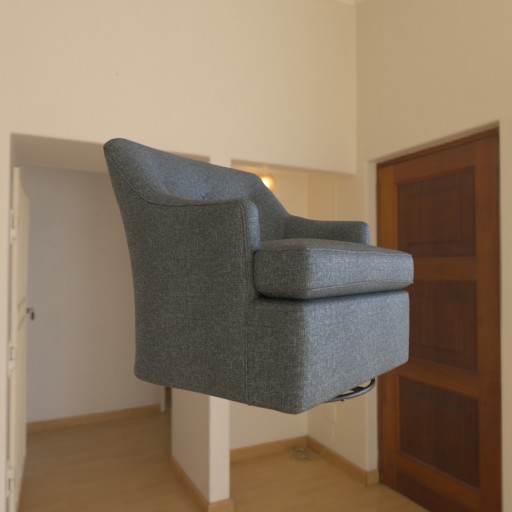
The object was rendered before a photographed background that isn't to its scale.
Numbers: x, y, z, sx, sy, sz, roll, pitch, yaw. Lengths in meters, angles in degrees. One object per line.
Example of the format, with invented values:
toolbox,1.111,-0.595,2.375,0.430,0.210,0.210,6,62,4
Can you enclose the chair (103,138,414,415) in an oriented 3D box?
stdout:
chair,0.000,0.000,1.626,0.923,0.856,0.864,-1,-2,38
